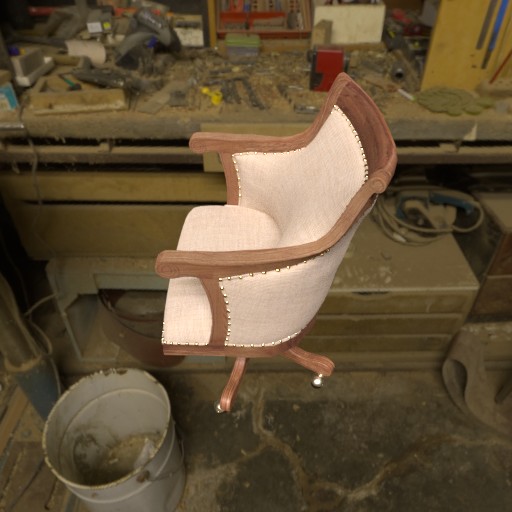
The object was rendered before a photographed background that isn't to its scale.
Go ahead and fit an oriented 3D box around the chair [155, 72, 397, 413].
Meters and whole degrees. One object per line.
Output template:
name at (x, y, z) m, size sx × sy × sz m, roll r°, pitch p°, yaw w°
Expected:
chair at (0.000, 0.000, 1.443) m, size 0.689 × 0.965 × 0.656 m, roll 1°, pitch 42°, yaw 1°
